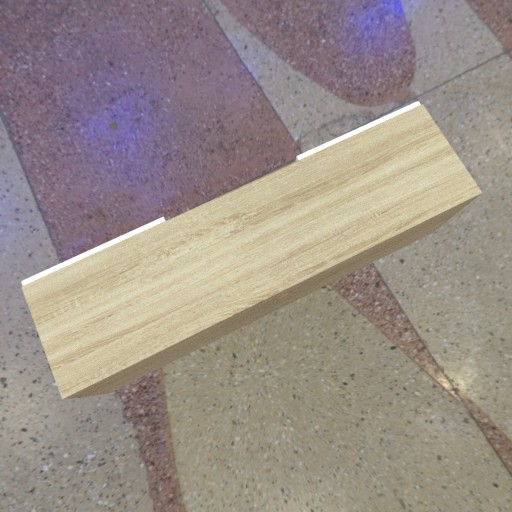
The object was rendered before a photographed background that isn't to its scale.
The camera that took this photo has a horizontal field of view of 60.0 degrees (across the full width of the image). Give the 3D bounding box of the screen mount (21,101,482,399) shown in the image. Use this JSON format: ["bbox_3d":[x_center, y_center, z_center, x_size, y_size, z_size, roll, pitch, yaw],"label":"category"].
[{"bbox_3d":[0.000,0.000,1.733,1.500,0.570,0.420,-26,76,-7],"label":"screen mount"}]
